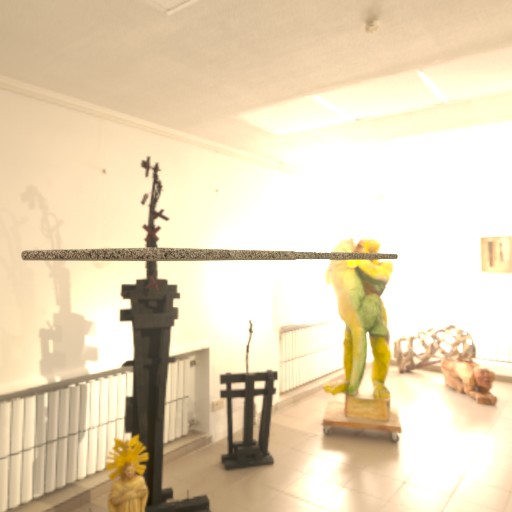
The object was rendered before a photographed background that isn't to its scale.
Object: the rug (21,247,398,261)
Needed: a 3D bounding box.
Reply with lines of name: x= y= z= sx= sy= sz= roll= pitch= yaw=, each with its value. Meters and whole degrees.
rug: x=0.000 y=0.000 z=1.738 sx=0.609 sy=0.030 sz=1.524 roll=0 pitch=0 yaw=37
